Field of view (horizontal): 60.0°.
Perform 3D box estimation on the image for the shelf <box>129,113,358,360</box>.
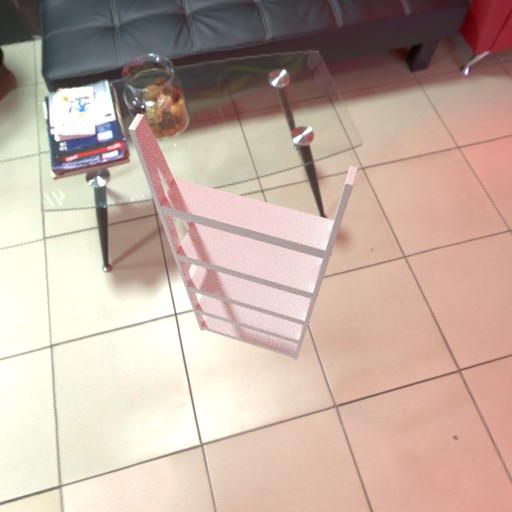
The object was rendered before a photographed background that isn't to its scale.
[{"bbox_3d":[0.000,0.000,2.043,0.636,1.779,0.341,16,64,8],"label":"shelf"}]
